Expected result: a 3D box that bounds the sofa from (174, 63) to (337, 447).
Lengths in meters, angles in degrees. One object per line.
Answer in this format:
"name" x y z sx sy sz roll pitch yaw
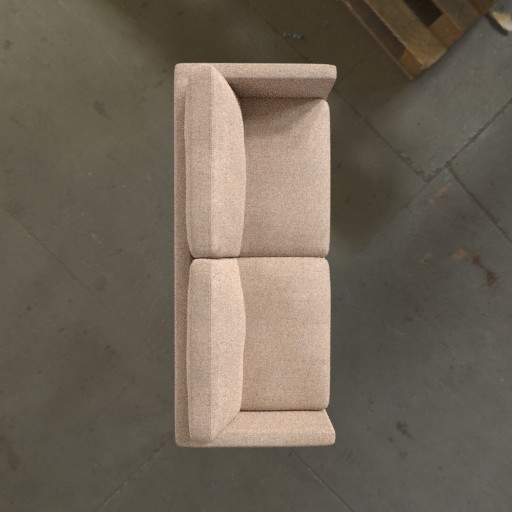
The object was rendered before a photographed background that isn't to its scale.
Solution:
"sofa" 0.000 0.000 2.795 0.951 0.965 2.208 0 91 -1
